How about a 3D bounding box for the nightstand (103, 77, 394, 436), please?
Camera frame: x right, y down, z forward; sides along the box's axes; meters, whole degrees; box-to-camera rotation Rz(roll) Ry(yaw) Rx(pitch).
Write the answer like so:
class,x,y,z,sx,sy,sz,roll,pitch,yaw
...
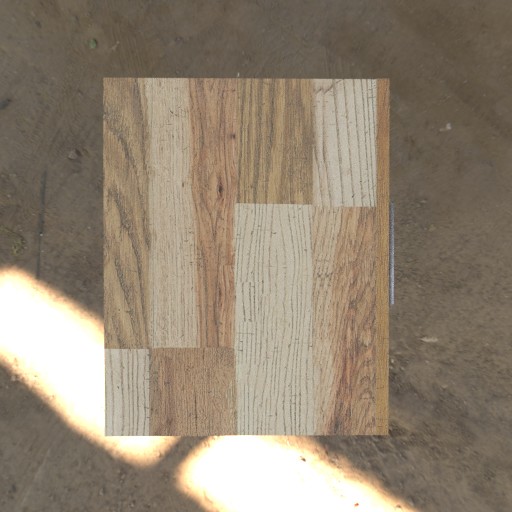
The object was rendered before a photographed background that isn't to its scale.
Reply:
class,x,y,z,sx,sy,sz,roll,pitch,yaw
nightstand,0.000,0.000,1.004,0.481,0.632,0.558,0,91,-1
